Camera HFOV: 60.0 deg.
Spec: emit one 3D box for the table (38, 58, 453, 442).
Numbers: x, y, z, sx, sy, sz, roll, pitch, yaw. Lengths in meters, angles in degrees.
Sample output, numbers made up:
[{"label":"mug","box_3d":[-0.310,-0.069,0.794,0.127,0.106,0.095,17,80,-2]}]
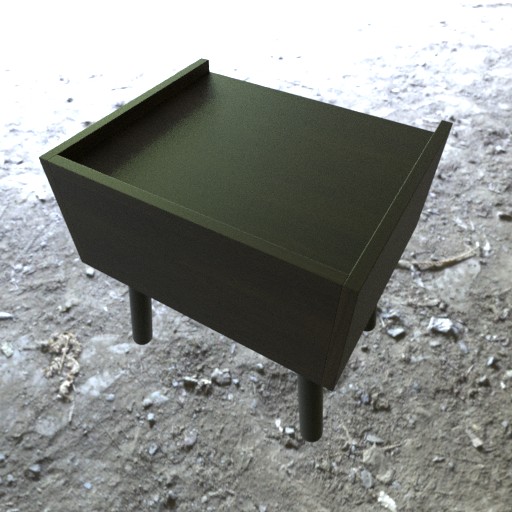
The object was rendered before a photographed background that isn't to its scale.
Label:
[{"label":"table","box_3d":[0.000,0.000,0.786,0.450,0.470,0.370,23,51,21]}]
